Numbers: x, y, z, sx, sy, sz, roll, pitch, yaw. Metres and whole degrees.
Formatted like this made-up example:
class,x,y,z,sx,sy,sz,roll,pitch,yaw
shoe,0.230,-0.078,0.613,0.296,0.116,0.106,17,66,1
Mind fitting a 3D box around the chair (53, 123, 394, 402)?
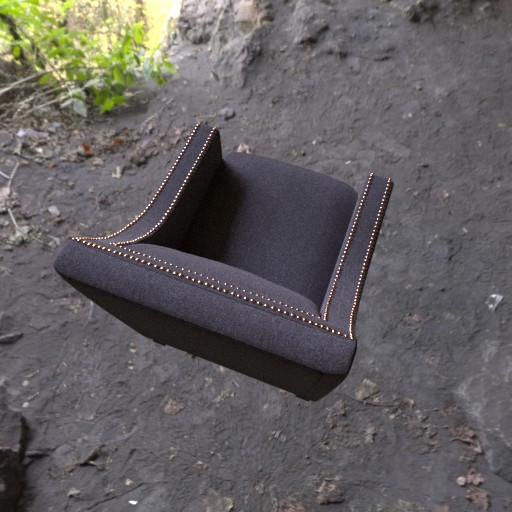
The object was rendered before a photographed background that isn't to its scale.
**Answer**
class,x,y,z,sx,sy,sz,roll,pitch,yaw
chair,0.000,0.000,1.629,0.776,0.967,0.884,19,65,9
